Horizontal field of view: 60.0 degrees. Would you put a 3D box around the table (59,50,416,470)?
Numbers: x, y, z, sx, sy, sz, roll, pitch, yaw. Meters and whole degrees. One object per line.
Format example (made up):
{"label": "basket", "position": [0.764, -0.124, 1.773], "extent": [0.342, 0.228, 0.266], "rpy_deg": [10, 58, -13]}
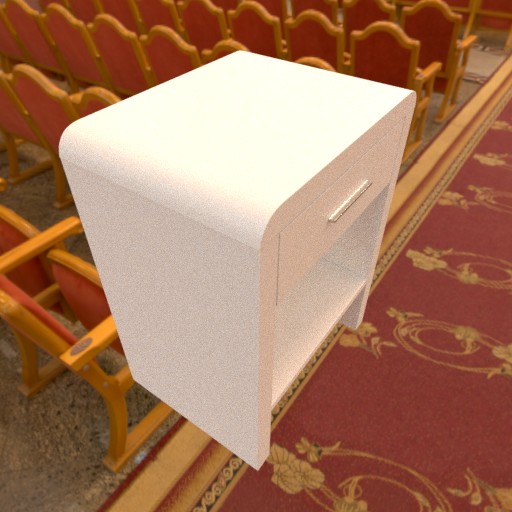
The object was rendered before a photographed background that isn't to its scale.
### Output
{"label": "table", "position": [0.000, 0.000, 0.848], "extent": [0.350, 0.590, 0.450], "rpy_deg": [26, 48, 26]}
